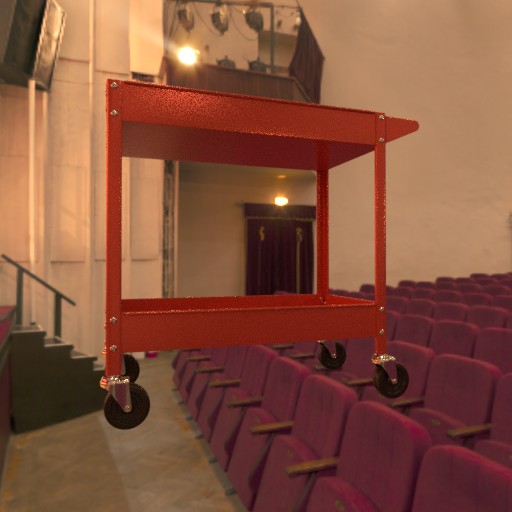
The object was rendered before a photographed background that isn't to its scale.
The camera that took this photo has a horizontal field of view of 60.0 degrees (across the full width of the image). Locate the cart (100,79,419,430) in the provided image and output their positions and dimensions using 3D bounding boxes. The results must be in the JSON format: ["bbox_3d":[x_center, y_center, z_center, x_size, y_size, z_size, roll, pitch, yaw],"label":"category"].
[{"bbox_3d":[0.000,0.000,1.183,0.779,0.719,0.366,0,-1,-19],"label":"cart"}]
